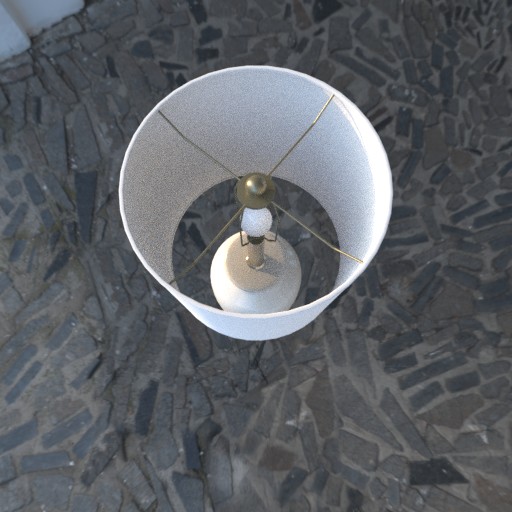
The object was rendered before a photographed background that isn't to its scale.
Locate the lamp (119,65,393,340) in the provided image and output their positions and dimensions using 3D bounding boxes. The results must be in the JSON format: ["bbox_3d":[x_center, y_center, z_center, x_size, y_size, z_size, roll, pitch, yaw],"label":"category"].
[{"bbox_3d":[0.000,0.000,0.493,0.188,0.392,0.188,-12,75,-3],"label":"lamp"}]
